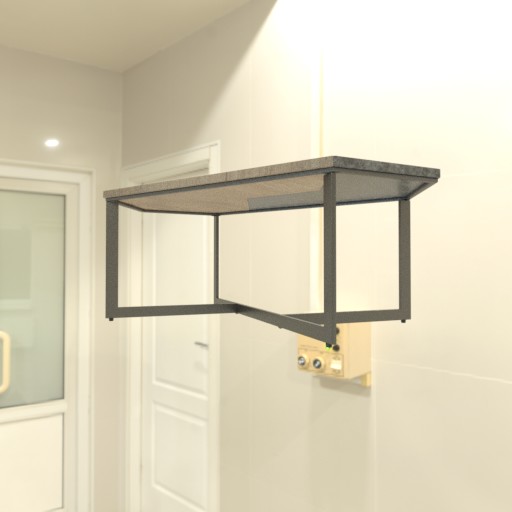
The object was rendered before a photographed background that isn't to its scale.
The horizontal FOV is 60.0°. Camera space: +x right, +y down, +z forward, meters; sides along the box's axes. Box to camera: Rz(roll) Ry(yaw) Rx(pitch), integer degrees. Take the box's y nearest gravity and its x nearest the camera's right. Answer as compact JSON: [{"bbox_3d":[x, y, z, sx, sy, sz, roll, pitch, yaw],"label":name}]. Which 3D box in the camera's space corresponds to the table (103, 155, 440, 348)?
[{"bbox_3d":[0.000,0.000,1.543,1.219,0.457,0.609,-1,-1,36],"label":"table"}]
